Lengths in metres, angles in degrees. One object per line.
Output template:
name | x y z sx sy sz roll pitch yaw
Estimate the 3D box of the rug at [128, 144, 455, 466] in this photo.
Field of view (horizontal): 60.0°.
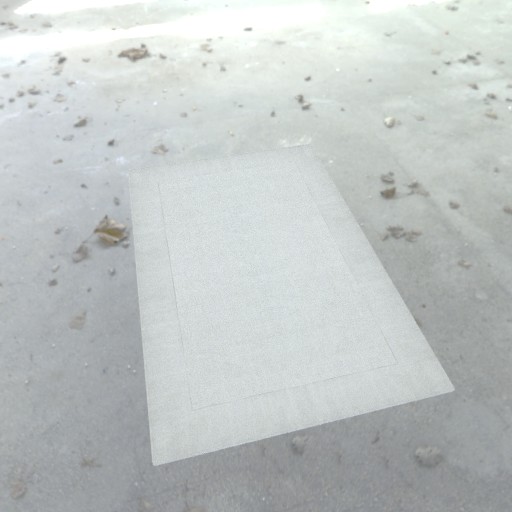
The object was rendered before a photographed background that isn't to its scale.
rug | 0.000 0.000 2.301 1.219 0.013 1.829 -10 48 -9
